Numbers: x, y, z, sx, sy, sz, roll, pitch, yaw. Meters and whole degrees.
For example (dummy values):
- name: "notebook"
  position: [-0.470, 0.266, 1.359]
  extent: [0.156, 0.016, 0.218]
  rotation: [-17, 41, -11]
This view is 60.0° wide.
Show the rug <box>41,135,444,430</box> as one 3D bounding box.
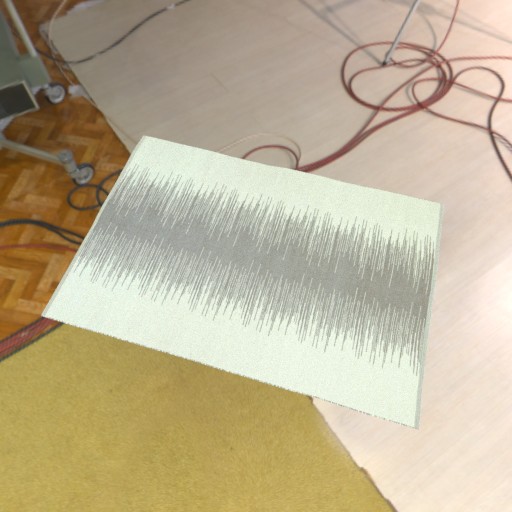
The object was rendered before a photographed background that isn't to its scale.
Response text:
- name: "rug"
  position: [0.000, 0.000, 2.294]
  extent: [1.815, 0.007, 1.226]
  rotation: [15, 62, 8]
